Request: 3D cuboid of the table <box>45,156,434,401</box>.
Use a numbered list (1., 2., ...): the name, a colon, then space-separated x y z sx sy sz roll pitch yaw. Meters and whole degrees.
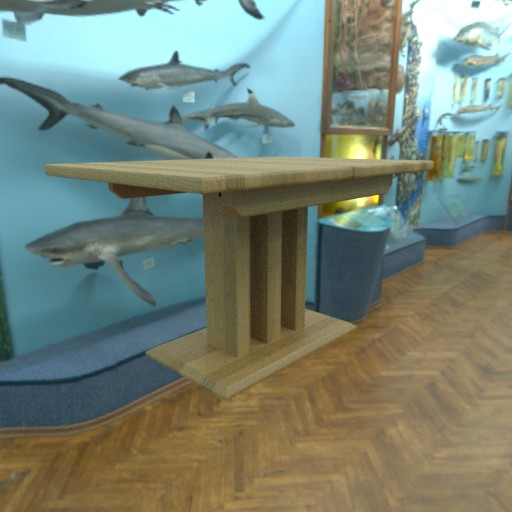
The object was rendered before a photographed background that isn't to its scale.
1. table: 0.000 0.000 1.861 0.900 0.770 1.300 13 20 42
